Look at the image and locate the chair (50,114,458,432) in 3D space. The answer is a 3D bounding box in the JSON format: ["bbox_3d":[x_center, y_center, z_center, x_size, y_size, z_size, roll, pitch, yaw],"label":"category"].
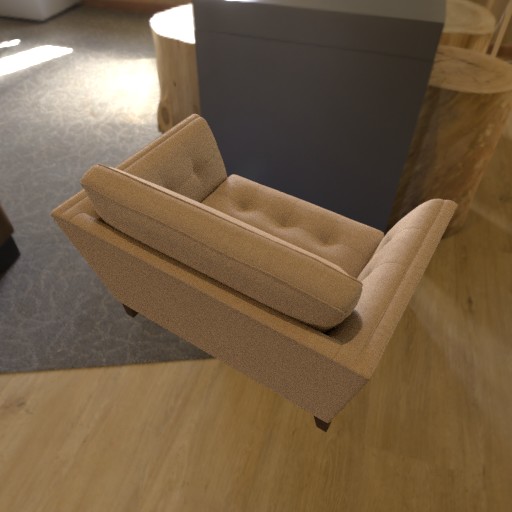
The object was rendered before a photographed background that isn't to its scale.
[{"bbox_3d":[0.000,0.000,2.039,1.397,0.940,0.965,25,51,22],"label":"chair"}]
